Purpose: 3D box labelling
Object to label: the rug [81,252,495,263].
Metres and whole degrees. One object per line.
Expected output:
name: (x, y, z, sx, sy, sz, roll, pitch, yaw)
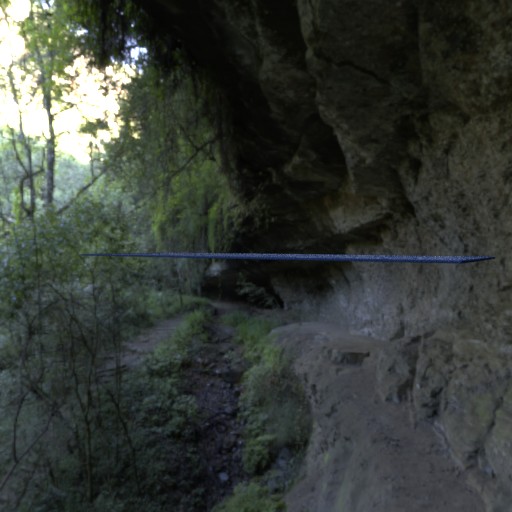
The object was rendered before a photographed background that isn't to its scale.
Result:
rug: (0.000, 0.000, 2.648, 2.448, 0.012, 0.769, 1, 2, 36)
